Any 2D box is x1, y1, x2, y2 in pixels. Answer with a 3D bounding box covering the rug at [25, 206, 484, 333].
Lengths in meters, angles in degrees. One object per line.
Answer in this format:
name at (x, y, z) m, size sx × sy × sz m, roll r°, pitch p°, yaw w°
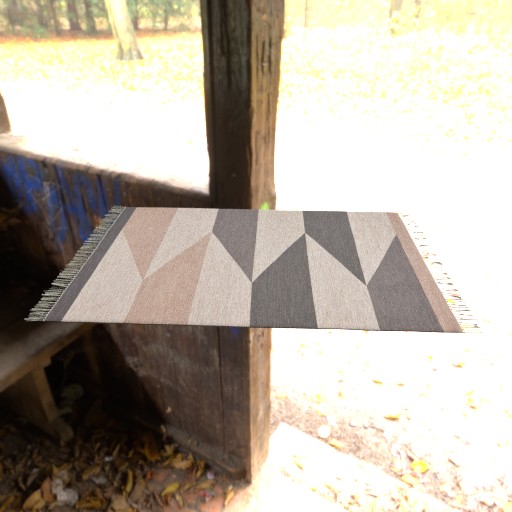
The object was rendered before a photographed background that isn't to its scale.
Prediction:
rug at (0.000, 0.000, 2.445) m, size 2.021 × 0.027 × 1.224 m, roll 1°, pitch 31°, yaw 2°
